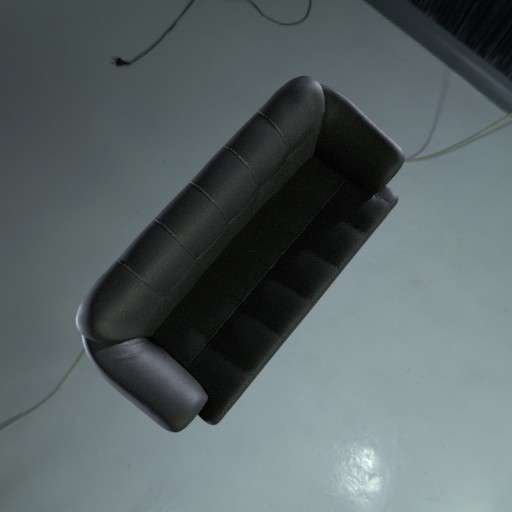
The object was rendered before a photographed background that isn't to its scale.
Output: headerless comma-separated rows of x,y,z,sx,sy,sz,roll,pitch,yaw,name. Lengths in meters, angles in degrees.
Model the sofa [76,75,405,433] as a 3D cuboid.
0.000,0.000,2.337,0.800,0.811,1.829,39,79,9,sofa
